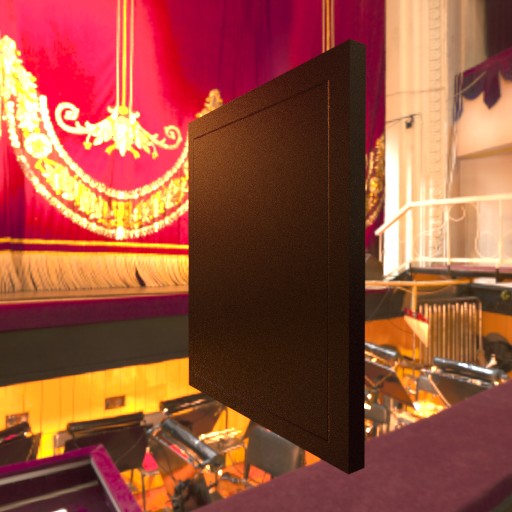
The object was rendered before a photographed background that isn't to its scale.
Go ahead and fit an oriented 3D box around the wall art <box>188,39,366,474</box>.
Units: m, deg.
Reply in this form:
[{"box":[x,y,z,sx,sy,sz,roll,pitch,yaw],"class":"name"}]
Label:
[{"box":[0.000,0.000,0.765,0.031,0.558,0.461,-1,1,-35],"class":"wall art"}]
